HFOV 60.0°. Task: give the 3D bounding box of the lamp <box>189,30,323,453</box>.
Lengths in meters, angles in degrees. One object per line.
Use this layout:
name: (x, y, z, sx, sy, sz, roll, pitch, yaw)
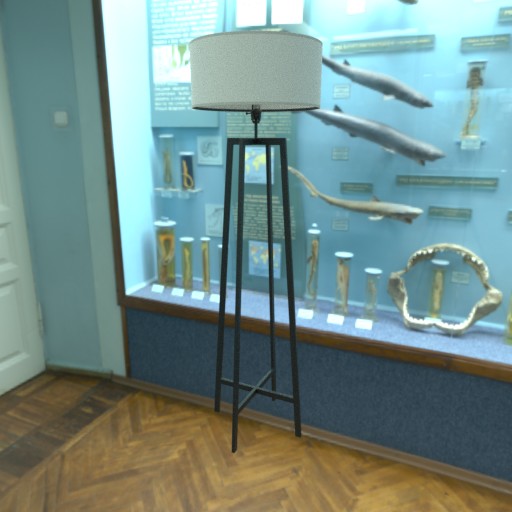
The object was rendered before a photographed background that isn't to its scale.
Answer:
lamp: (0.000, 0.000, 1.733, 0.456, 1.510, 0.457, 7, 17, 25)
